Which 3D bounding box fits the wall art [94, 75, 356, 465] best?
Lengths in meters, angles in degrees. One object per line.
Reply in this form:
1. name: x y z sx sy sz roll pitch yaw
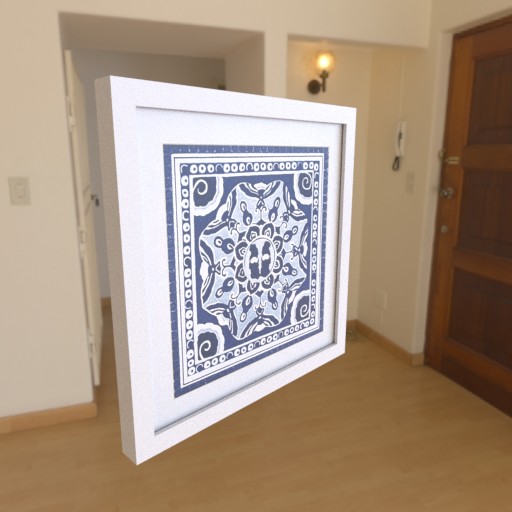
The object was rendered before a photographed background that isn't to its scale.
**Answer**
1. wall art: 0.000 0.000 0.522 0.027 0.355 0.355 12 18 44
